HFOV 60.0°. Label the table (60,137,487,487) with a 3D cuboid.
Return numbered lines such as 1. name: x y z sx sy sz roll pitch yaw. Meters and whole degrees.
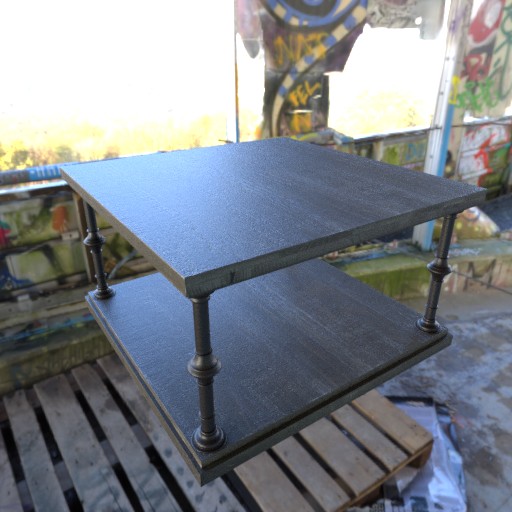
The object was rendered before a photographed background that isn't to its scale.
1. table: 0.000 0.000 1.095 0.696 0.400 0.696 -16 30 -30
